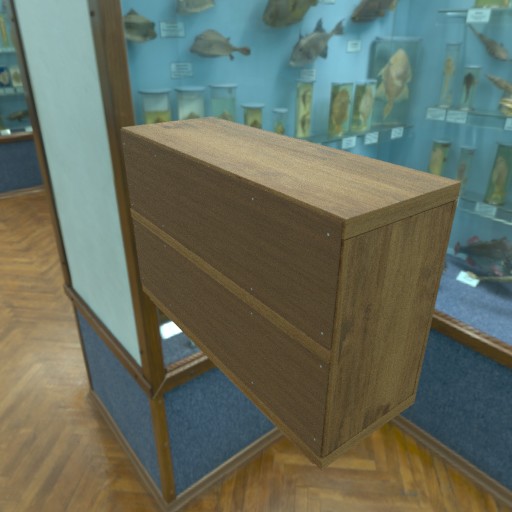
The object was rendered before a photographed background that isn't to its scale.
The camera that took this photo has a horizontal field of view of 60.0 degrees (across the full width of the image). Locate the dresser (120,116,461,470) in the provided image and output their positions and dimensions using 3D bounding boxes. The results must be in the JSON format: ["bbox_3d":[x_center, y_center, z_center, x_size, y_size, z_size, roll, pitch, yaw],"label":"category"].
[{"bbox_3d":[0.000,0.000,1.699,0.479,0.825,1.261,-19,32,-32],"label":"dresser"}]
